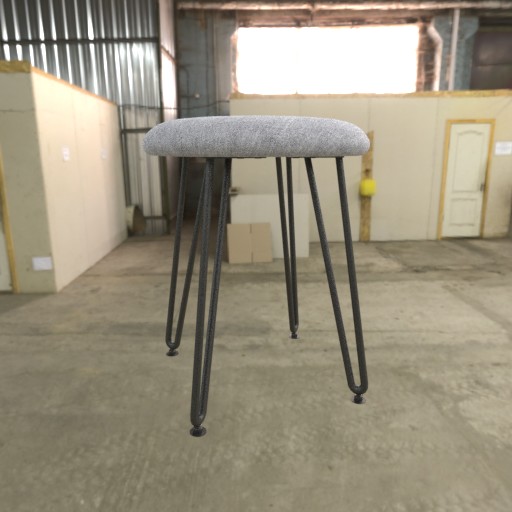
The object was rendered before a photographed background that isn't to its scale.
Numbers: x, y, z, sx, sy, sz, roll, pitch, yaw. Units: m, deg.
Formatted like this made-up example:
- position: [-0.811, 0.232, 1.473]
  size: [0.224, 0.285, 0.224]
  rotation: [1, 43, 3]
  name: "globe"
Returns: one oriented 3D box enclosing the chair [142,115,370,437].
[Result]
- position: [0.000, 0.000, 0.656]
  size: [0.350, 0.386, 0.350]
  rotation: [7, 15, 26]
  name: "chair"
